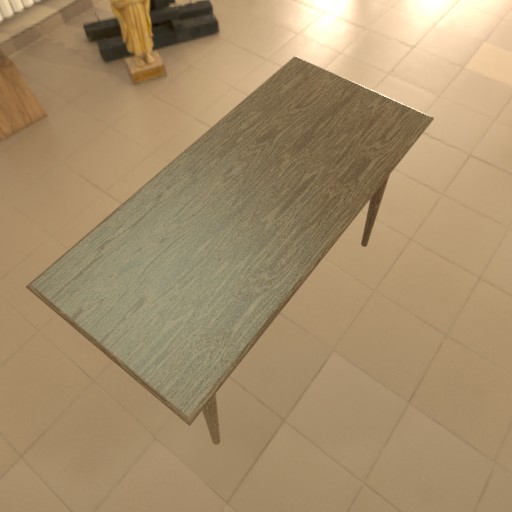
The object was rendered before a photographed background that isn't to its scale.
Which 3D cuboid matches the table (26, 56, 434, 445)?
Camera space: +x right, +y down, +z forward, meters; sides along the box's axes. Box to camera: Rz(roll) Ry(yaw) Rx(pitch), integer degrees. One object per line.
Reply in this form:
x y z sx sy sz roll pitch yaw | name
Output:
0.000 0.000 1.717 0.599 0.780 1.300 33 64 19 | table
